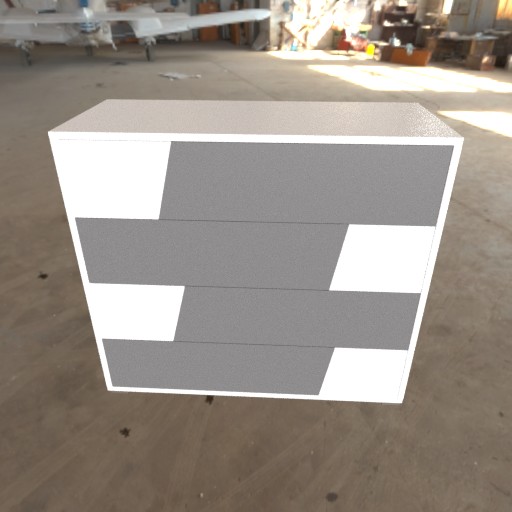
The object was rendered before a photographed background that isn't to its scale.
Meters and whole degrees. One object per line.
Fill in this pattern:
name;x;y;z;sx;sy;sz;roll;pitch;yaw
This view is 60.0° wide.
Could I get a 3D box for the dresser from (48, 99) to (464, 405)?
dresser;0.000;0.000;1.615;1.100;1.000;0.460;2;30;3
